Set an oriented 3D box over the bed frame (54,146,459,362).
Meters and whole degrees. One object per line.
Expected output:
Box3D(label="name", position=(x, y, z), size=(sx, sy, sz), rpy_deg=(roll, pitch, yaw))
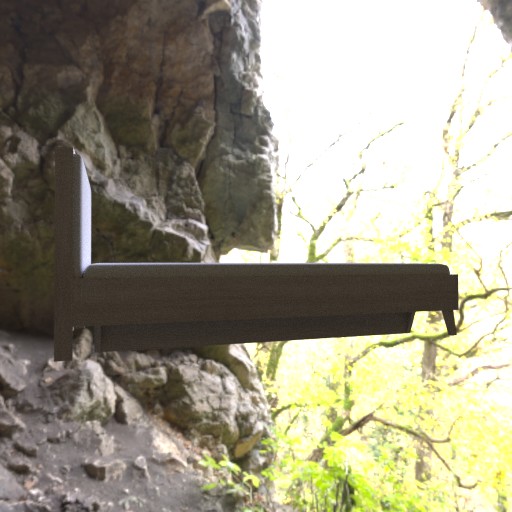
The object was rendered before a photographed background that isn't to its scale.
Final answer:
Box3D(label="bed frame", position=(0.000, 0.000, 2.699), size=(2.140, 0.920, 0.990), rpy_deg=(0, -1, -18))
